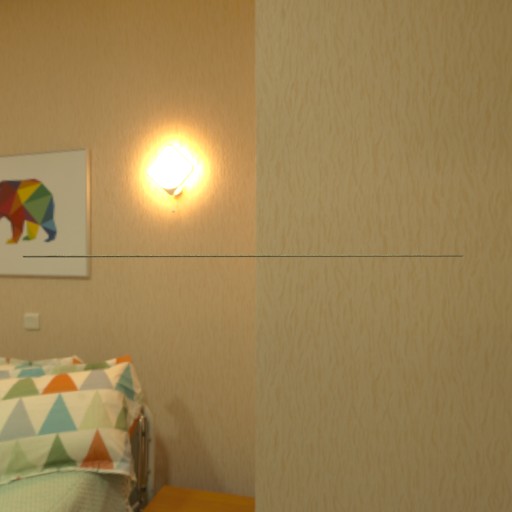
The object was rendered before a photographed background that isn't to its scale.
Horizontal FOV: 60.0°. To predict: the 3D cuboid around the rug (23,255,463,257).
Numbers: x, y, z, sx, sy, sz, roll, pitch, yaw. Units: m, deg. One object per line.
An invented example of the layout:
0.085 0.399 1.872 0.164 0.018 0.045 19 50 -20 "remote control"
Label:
0.000 0.000 2.536 2.275 0.009 0.684 0 0 -16 "rug"
